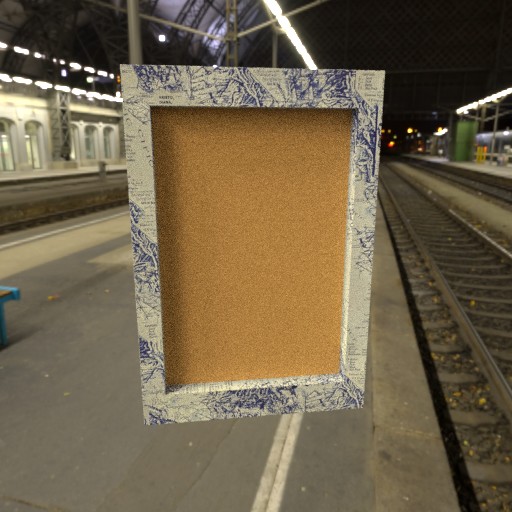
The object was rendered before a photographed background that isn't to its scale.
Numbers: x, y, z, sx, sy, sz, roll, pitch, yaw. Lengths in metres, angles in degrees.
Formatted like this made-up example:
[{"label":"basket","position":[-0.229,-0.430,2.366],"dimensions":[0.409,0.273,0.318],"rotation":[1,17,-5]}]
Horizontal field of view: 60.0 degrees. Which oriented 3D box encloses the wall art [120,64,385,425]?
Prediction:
[{"label":"wall art","position":[0.000,0.000,0.479],"dimensions":[0.255,0.376,0.025],"rotation":[-2,14,-8]}]
